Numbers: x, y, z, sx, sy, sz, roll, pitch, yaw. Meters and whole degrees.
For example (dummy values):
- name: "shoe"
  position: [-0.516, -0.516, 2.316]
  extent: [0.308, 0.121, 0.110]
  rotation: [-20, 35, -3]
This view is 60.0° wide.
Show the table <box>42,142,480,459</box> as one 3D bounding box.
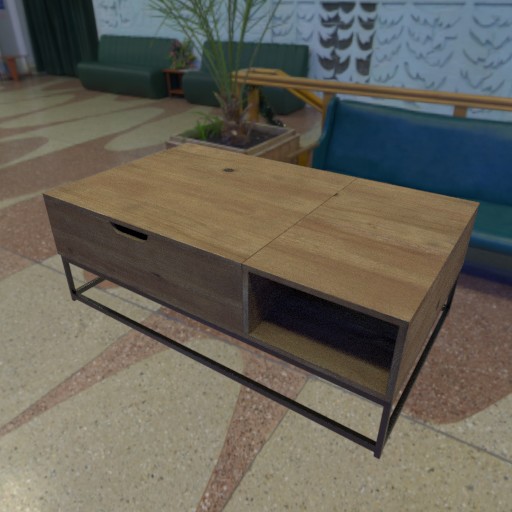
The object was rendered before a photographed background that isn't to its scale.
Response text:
- name: "table"
  position: [0.000, 0.000, 1.392]
  extent: [1.101, 0.395, 0.655]
  rotation: [19, 35, 29]
